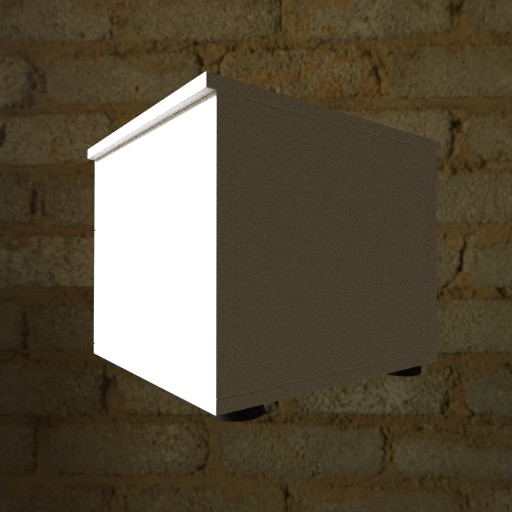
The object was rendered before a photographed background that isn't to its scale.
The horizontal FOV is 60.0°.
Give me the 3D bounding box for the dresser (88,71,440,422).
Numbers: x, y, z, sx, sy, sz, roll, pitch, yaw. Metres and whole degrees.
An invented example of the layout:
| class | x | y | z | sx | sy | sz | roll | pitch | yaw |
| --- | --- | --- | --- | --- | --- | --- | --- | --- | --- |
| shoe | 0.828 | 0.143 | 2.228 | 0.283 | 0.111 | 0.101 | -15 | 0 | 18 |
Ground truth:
| class | x | y | z | sx | sy | sz | roll | pitch | yaw |
| --- | --- | --- | --- | --- | --- | --- | --- | --- | --- |
| dresser | 0.000 | 0.000 | 0.727 | 0.430 | 0.360 | 0.400 | 1 | -1 | -37 |
